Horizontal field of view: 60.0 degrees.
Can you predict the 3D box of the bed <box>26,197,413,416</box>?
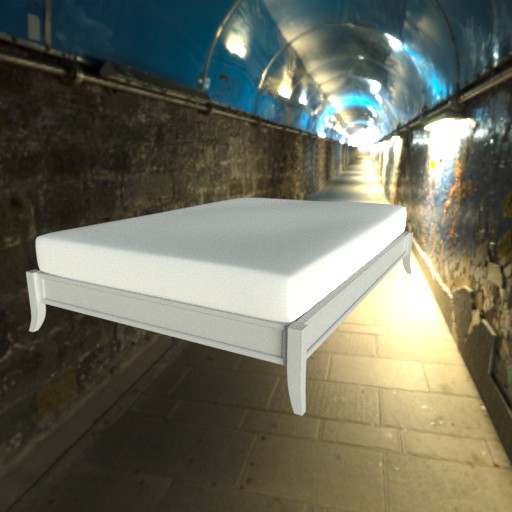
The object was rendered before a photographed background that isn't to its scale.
[{"bbox_3d":[0.000,0.000,2.620,1.460,0.510,1.985,8,16,28],"label":"bed"}]
